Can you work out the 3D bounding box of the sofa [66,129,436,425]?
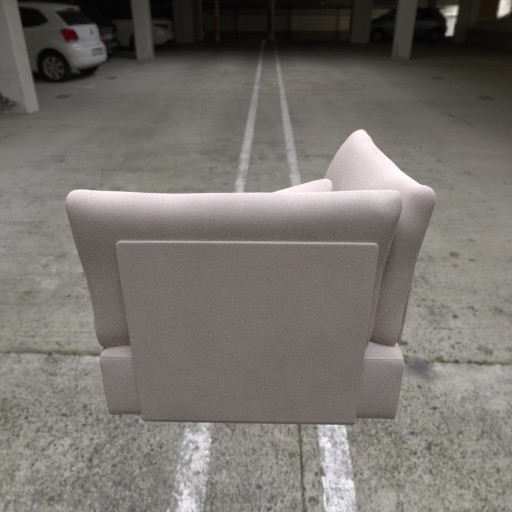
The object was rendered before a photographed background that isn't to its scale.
[{"bbox_3d":[0.000,0.000,1.740,1.000,0.820,1.000,1,26,1],"label":"sofa"}]
